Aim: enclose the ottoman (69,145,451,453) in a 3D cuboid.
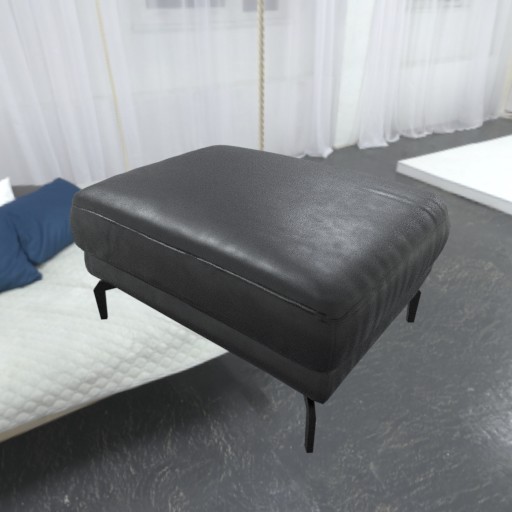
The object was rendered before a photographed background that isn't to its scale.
[{"bbox_3d":[0.000,0.000,1.104,0.764,0.402,0.570,21,36,33],"label":"ottoman"}]
